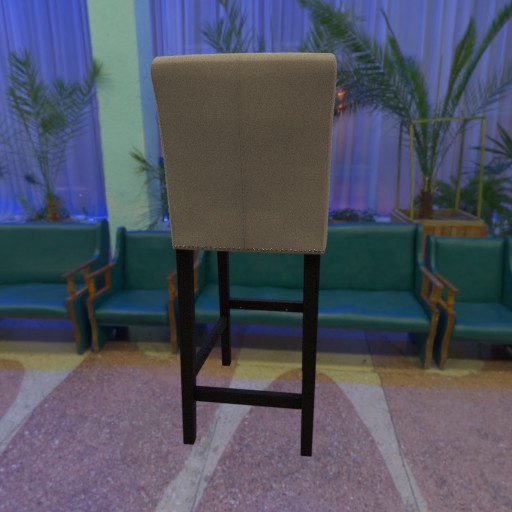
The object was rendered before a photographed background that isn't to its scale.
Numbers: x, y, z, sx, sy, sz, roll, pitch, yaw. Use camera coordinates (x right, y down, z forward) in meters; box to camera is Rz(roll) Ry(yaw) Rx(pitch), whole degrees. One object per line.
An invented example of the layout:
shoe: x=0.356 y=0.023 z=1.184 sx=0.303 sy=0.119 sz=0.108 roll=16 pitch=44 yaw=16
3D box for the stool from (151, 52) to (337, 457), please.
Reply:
stool: x=0.000 y=0.000 z=1.329 sx=0.411 sy=1.047 sz=0.548 roll=2 pitch=16 yaw=7
